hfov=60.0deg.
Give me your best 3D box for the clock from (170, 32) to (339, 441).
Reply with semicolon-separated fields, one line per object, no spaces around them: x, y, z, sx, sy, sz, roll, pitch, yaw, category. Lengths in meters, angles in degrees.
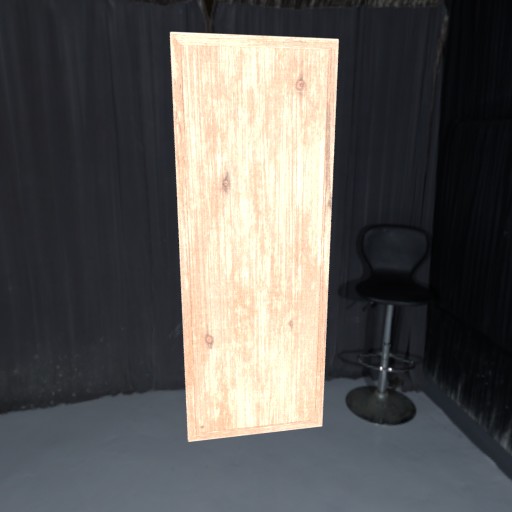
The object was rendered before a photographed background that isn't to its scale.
0.000;0.000;1.067;0.361;0.965;0.030;-3;15;-10;clock
